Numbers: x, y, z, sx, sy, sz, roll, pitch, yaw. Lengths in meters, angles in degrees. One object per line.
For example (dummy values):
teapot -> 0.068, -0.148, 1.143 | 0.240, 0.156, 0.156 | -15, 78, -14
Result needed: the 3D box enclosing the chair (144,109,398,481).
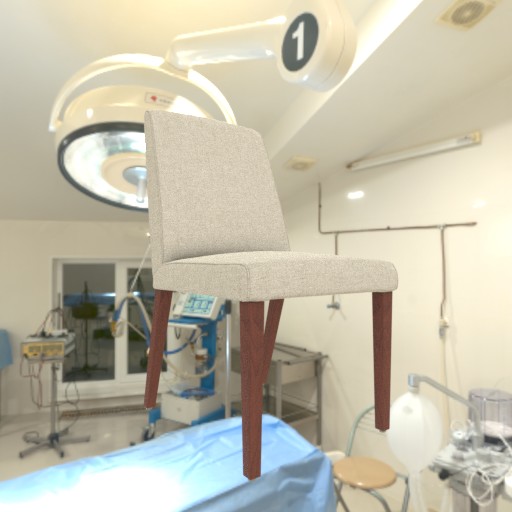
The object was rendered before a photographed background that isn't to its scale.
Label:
chair -> 0.000, 0.000, 1.230 | 0.480, 0.900, 0.594 | 0, 0, -36
